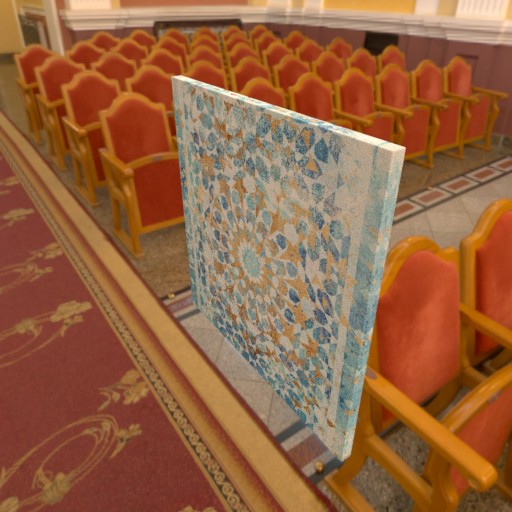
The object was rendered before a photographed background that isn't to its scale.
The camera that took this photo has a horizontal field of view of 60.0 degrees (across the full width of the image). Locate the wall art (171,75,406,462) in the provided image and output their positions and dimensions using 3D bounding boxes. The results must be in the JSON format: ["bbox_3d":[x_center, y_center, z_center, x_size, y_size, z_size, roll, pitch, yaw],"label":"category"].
[{"bbox_3d":[0.000,0.000,1.364,0.040,0.916,0.916,-20,37,-29],"label":"wall art"}]
